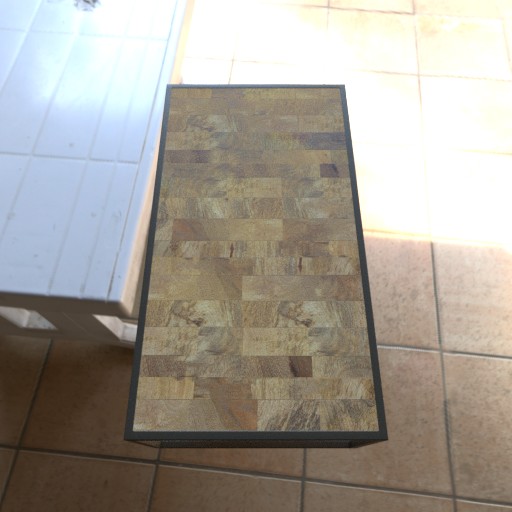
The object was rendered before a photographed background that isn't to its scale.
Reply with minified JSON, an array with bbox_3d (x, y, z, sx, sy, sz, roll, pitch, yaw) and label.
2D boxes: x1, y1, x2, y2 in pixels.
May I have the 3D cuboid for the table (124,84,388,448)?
[{"bbox_3d":[0.000,0.000,1.526,0.649,0.398,1.199,0,64,0],"label":"table"}]
